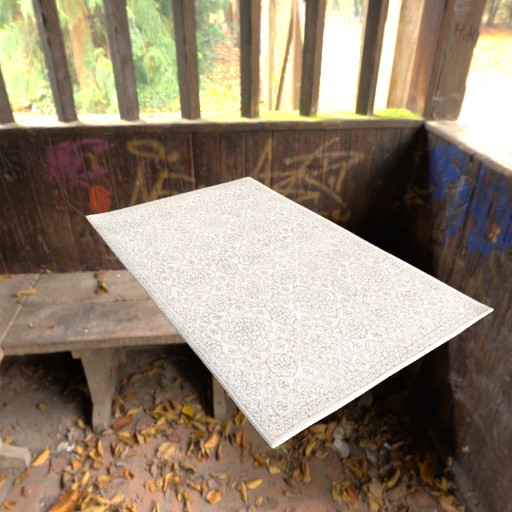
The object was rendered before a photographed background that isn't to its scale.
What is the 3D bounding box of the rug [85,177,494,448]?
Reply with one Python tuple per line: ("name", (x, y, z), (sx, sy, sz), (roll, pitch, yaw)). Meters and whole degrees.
("rug", (0.000, 0.000, 2.340), (1.214, 0.023, 1.947), (-20, 36, -29))
